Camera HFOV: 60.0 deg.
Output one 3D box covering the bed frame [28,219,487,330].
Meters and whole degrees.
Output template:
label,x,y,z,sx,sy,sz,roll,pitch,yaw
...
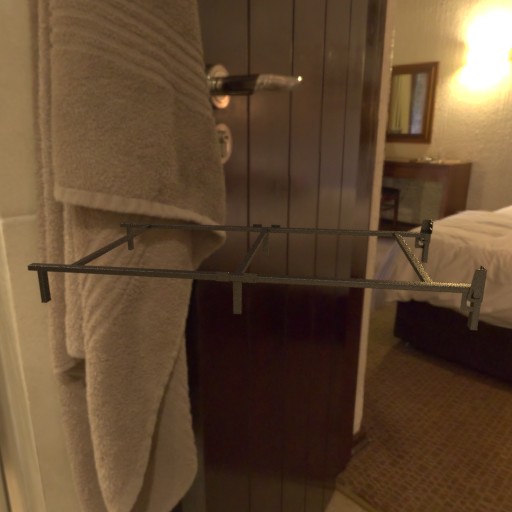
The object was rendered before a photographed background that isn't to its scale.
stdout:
label,x,y,z,sx,sy,sz,roll,pitch,yaw
bed frame,0.000,0.000,2.284,1.897,0.248,0.968,2,16,9
